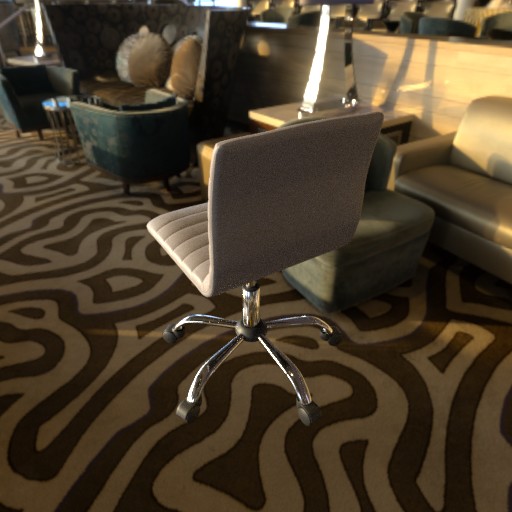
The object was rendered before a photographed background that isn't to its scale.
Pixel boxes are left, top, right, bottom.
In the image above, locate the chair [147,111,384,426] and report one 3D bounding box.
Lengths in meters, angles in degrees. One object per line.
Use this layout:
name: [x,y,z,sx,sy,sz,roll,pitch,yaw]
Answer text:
chair: [0.000,0.000,1.129,0.569,0.750,0.542,-20,36,-29]
